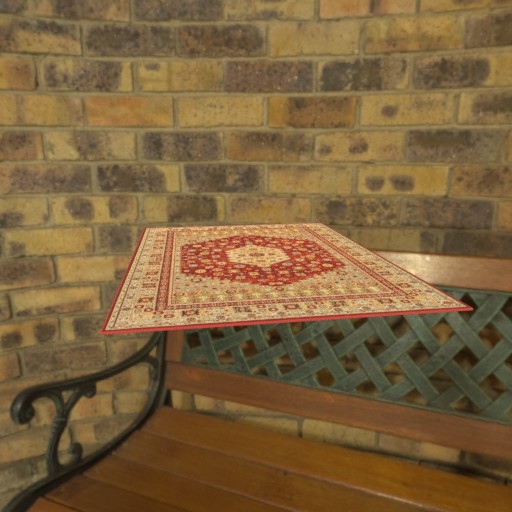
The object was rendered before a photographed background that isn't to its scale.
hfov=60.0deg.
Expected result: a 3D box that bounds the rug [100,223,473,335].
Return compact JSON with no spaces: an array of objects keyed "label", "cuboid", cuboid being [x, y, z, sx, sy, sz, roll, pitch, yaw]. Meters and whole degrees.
[{"label":"rug","cuboid":[0.000,0.000,2.902,1.593,0.013,2.211,-2,14,-9]}]
